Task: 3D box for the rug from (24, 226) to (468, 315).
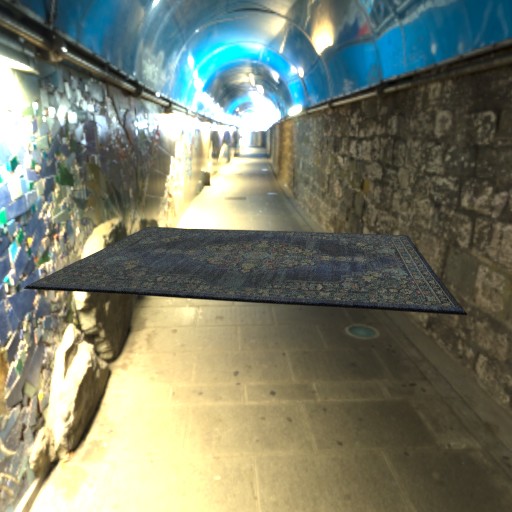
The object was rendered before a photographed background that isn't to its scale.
[{"bbox_3d":[0.000,0.000,4.820,3.612,0.035,2.716,2,15,9],"label":"rug"}]
